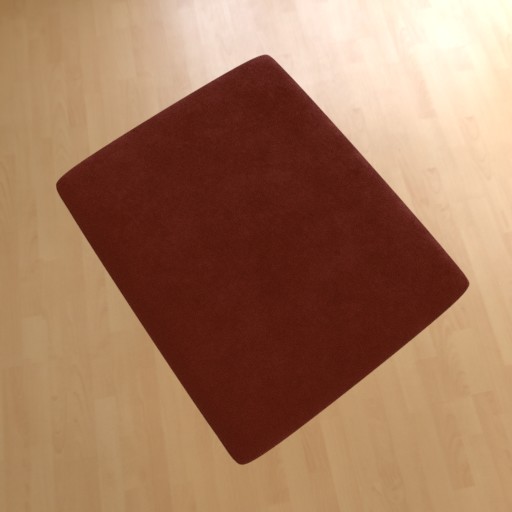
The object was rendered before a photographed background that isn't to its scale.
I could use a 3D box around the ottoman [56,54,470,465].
[{"bbox_3d":[0.000,0.000,1.188,0.650,0.462,0.782,-35,77,-9],"label":"ottoman"}]
